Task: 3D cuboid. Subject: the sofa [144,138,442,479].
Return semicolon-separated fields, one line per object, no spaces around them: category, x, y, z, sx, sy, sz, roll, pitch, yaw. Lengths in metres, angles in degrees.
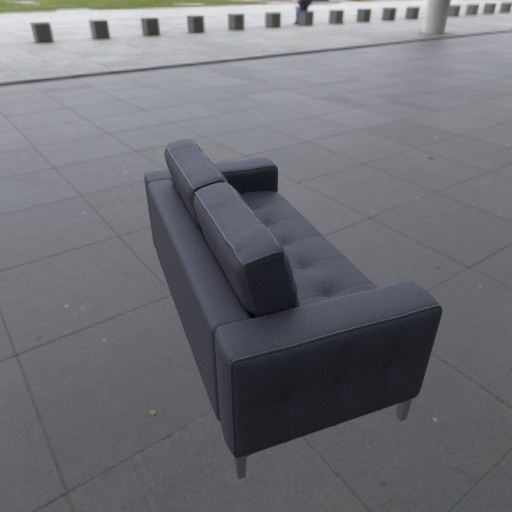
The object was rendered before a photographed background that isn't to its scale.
sofa;0.000;0.000;2.229;0.833;0.893;1.726;-11;34;-18
